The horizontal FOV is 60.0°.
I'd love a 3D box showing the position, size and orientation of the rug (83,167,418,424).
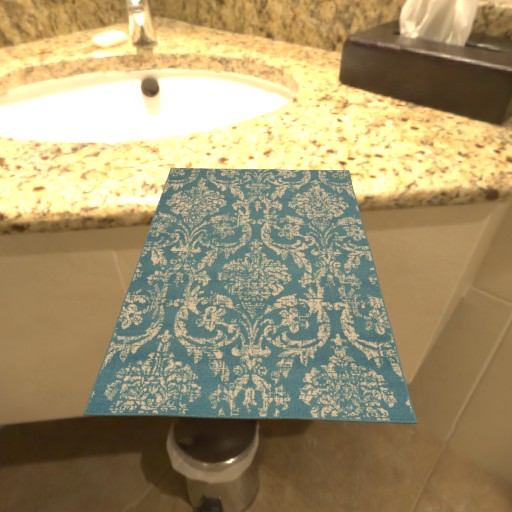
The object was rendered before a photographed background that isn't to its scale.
[{"bbox_3d":[0.000,0.000,2.302,1.211,0.012,1.833,1,40,1],"label":"rug"}]
